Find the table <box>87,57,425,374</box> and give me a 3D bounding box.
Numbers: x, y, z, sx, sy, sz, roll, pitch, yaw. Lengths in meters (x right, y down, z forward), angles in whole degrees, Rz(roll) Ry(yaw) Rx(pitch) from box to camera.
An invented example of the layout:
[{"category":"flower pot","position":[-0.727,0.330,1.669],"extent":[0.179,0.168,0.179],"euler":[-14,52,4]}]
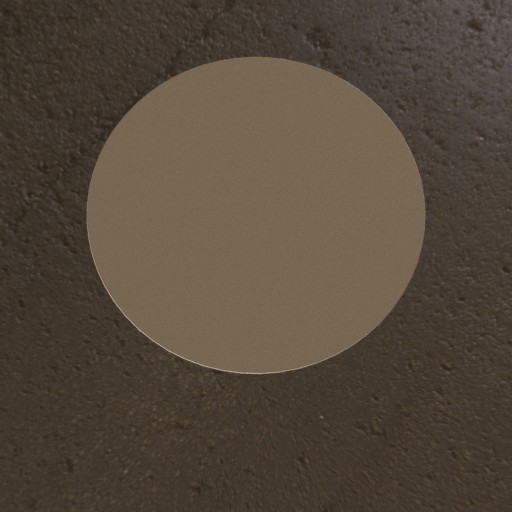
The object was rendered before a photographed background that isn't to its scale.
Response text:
[{"category":"table","position":[0.000,0.000,0.807],"extent":[0.418,0.532,0.418],"euler":[1,75,0]}]
